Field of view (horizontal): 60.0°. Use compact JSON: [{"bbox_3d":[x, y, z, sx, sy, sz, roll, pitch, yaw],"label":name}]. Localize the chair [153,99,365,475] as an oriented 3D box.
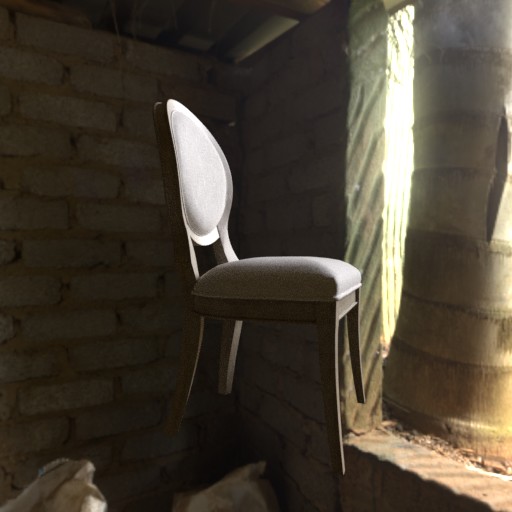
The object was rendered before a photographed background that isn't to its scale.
[{"bbox_3d":[0.000,0.000,1.349,0.602,0.990,0.558,0,0,19],"label":"chair"}]
